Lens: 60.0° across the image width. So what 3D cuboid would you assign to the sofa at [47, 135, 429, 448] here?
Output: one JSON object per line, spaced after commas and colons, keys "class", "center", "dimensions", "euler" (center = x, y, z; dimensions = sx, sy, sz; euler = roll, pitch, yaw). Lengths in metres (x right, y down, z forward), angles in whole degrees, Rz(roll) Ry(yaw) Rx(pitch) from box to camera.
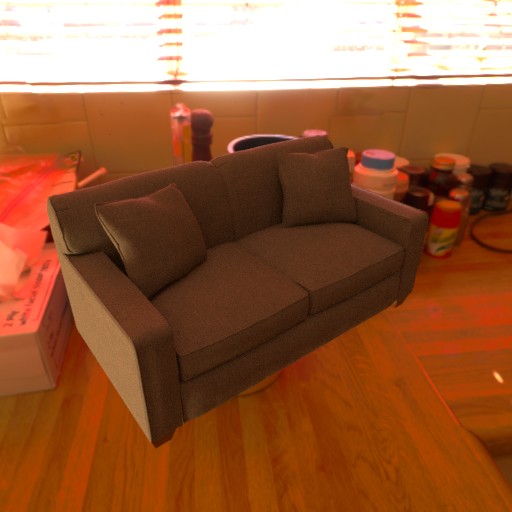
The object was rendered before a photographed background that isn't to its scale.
{"class": "sofa", "center": [0.000, 0.000, 2.483], "dimensions": [1.846, 0.958, 1.000], "euler": [-21, 36, -32]}
